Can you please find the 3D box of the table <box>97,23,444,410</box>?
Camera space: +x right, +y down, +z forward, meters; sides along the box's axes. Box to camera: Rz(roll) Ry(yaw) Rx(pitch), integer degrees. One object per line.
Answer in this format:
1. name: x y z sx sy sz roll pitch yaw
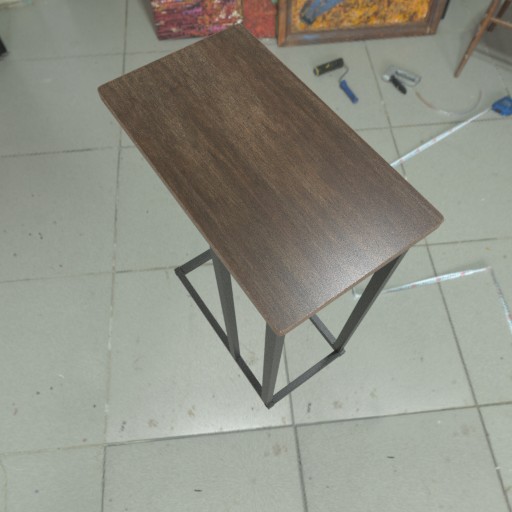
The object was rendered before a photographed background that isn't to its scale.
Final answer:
1. table: 0.000 0.000 0.875 0.254 0.637 0.450 -32 67 -15
